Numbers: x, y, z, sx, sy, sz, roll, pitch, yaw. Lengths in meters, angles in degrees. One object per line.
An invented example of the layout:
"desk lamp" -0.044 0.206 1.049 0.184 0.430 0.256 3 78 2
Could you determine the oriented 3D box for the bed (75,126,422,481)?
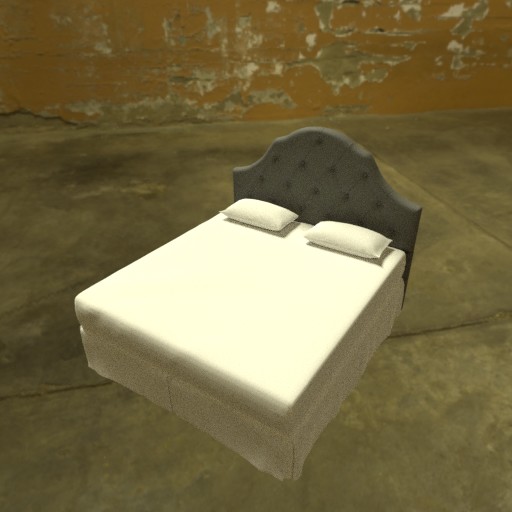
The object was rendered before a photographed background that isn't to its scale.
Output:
"bed" 0.000 0.000 3.571 2.008 1.615 2.214 18 34 28
